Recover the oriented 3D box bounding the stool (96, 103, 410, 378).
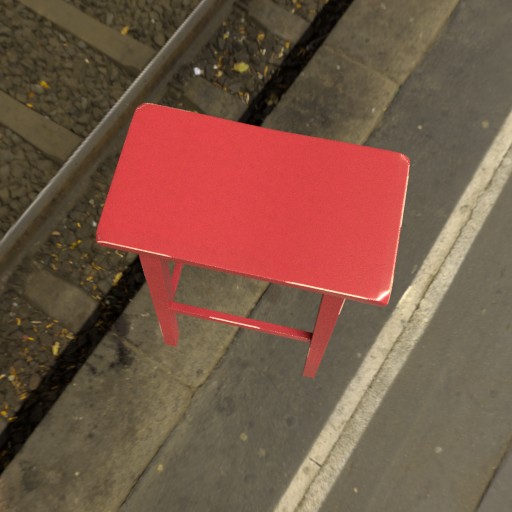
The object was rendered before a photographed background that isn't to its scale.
[{"bbox_3d":[0.000,0.000,1.032,0.457,0.737,0.476,12,76,3],"label":"stool"}]
